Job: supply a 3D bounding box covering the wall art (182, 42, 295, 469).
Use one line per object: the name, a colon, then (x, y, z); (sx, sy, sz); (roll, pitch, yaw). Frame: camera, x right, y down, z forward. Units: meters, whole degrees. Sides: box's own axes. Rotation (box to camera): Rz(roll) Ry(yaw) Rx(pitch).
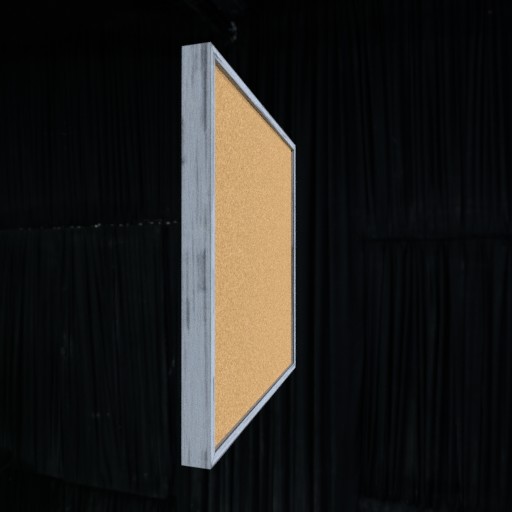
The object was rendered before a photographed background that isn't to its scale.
wall art: (0.000, 0.000, 0.772); (0.038, 0.506, 0.506); (0, 0, 16)
